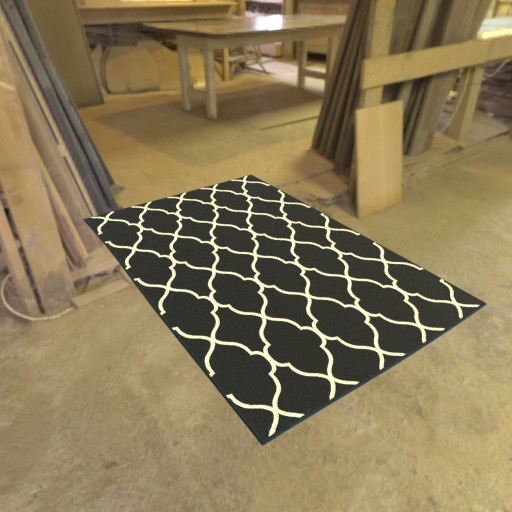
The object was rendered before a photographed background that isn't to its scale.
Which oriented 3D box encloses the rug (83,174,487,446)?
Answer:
[{"bbox_3d":[0.000,0.000,2.858,1.528,0.014,2.294,-21,38,-29],"label":"rug"}]
